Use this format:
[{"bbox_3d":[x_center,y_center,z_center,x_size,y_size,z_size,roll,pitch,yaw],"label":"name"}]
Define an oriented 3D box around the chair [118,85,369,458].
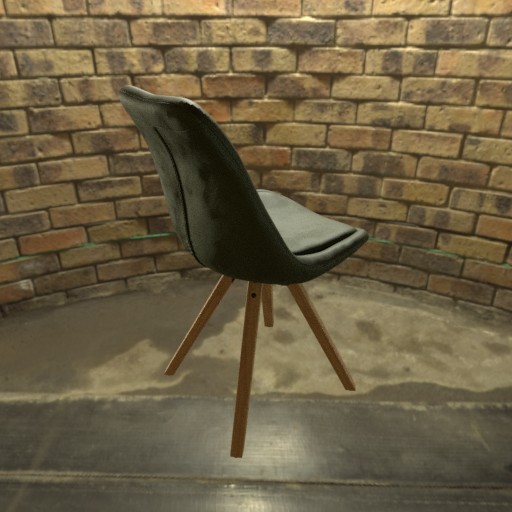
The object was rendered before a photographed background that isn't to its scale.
[{"bbox_3d":[0.000,0.000,1.181,0.547,0.865,0.483,-19,33,-32],"label":"chair"}]
